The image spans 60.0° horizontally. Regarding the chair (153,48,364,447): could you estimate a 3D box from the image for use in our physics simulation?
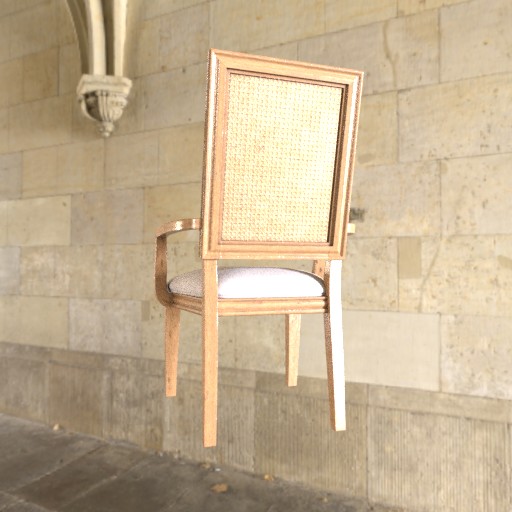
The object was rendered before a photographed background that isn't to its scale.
[{"bbox_3d":[0.000,0.000,1.397,0.606,0.990,0.602,0,-2,-17],"label":"chair"}]
